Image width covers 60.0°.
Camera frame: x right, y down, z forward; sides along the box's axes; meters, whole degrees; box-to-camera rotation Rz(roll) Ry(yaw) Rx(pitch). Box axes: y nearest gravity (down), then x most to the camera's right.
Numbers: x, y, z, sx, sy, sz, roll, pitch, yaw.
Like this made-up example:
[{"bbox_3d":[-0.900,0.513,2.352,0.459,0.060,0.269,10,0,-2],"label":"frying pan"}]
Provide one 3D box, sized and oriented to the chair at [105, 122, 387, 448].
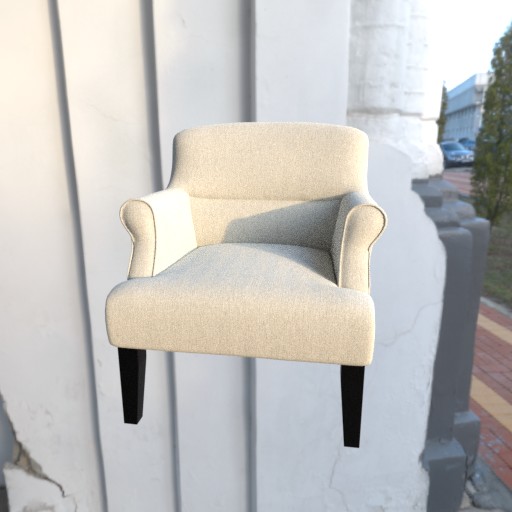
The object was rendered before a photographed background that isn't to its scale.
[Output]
[{"bbox_3d":[0.000,0.000,1.470,0.781,0.875,0.750,2,15,9],"label":"chair"}]
